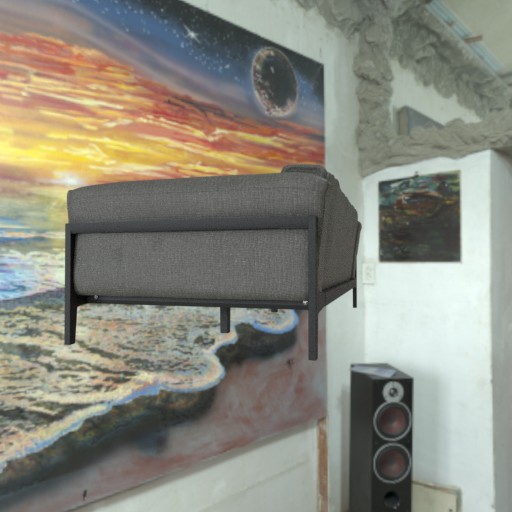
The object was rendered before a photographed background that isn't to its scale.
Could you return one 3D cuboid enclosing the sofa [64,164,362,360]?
[{"bbox_3d":[0.000,0.000,2.257,0.960,0.656,1.690,0,-1,17],"label":"sofa"}]
